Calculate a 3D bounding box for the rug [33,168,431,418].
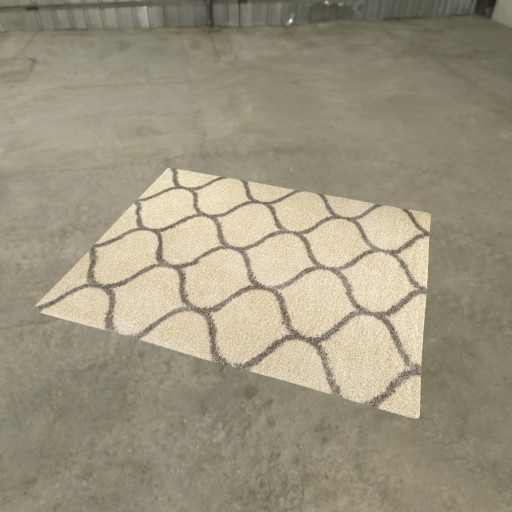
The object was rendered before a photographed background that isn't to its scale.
[{"bbox_3d":[0.000,0.000,4.059,3.000,0.026,2.399,12,42,14],"label":"rug"}]
